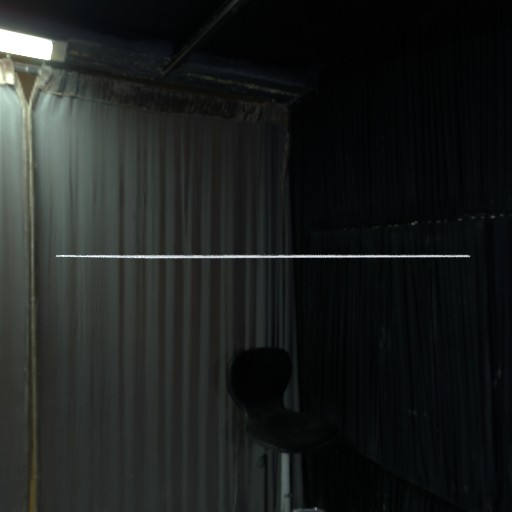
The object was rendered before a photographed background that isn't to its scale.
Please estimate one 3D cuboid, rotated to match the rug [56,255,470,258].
[{"bbox_3d":[0.000,0.000,4.143,3.040,0.014,2.423,0,0,-34],"label":"rug"}]
